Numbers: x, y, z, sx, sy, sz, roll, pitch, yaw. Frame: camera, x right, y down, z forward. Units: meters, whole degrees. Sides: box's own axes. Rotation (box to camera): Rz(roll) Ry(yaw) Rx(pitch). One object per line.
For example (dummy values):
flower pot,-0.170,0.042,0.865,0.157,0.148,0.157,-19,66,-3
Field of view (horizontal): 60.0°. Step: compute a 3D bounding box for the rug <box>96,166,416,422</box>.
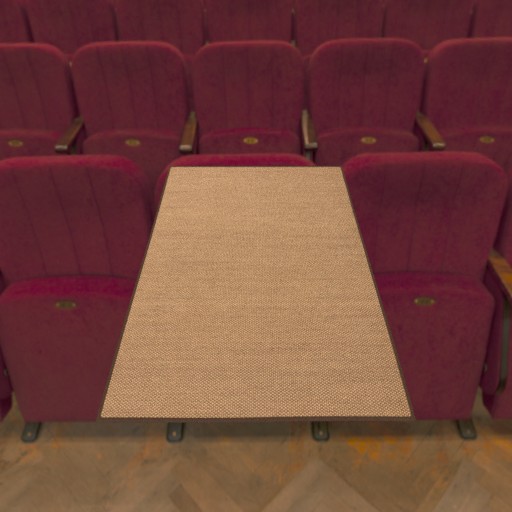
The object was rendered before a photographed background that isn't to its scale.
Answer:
rug,0.000,0.000,2.099,1.067,0.013,1.676,0,41,0
